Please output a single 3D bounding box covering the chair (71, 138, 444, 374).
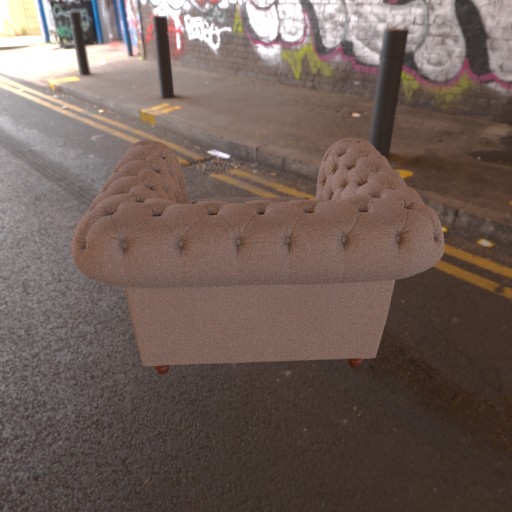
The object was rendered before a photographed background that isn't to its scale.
[{"bbox_3d":[0.000,0.000,1.914,1.270,0.770,0.976,-1,30,-2],"label":"chair"}]
